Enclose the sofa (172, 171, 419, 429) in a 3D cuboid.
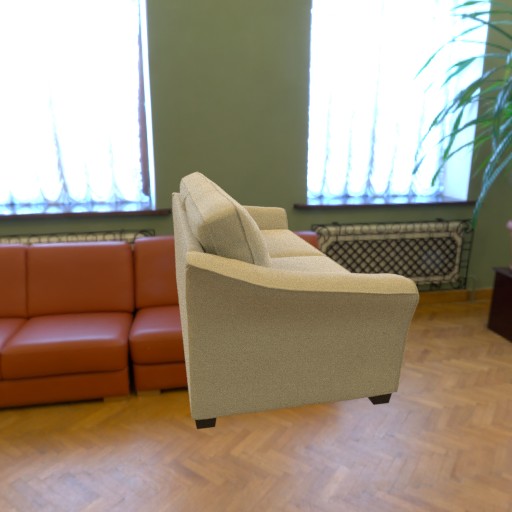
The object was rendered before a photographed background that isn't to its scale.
[{"bbox_3d":[0.000,0.000,2.808,0.980,0.965,2.270,-3,15,-11],"label":"sofa"}]
